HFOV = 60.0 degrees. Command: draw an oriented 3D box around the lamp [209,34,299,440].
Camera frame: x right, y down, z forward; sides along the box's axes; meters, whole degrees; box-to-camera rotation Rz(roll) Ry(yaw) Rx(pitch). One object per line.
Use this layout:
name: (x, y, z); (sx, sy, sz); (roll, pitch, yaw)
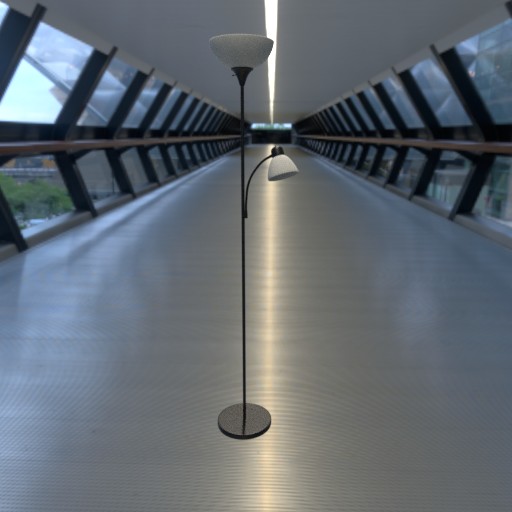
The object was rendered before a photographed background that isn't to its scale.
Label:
lamp: (0.000, 0.000, 2.002); (0.279, 1.804, 0.442); (-13, 19, -42)
